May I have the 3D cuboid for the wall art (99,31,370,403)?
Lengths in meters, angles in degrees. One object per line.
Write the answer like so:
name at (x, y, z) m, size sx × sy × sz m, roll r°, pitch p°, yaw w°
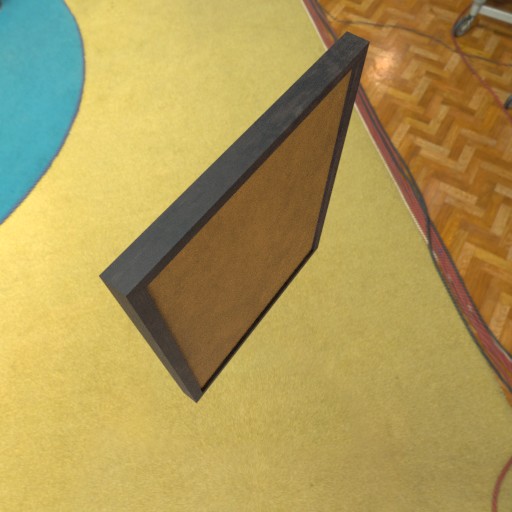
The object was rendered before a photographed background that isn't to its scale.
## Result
wall art at (0.000, 0.000, 0.544) m, size 0.027 × 0.406 × 0.329 m, roll 33°, pitch 67°, yaw 16°
